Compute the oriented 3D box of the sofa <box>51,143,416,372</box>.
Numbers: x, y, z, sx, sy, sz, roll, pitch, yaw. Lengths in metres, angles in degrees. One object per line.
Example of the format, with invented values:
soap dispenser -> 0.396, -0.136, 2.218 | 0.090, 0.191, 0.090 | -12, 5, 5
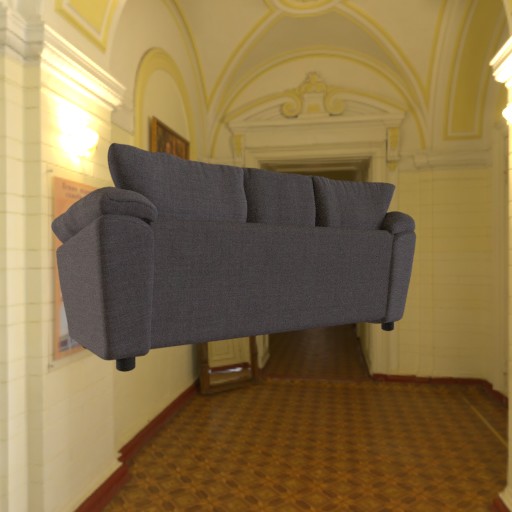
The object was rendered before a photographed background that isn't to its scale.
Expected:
sofa -> 0.000, 0.000, 2.884 | 2.336, 1.080, 0.883 | 0, 0, -35
